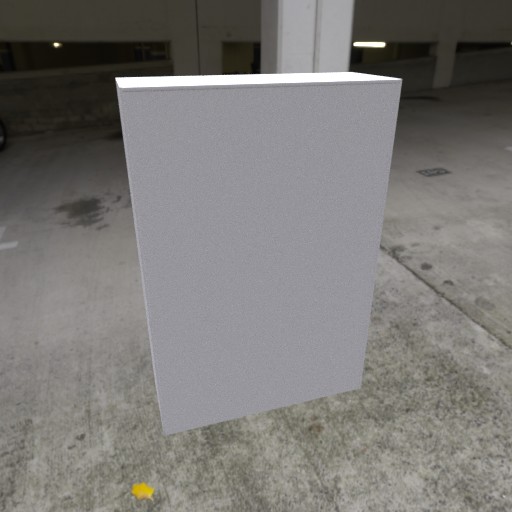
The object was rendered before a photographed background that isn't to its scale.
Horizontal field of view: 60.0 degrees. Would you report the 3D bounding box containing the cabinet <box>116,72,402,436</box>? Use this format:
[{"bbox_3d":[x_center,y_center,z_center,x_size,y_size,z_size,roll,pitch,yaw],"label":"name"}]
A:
[{"bbox_3d":[0.000,0.000,2.559,1.290,1.910,0.510,-8,27,-16],"label":"cabinet"}]
